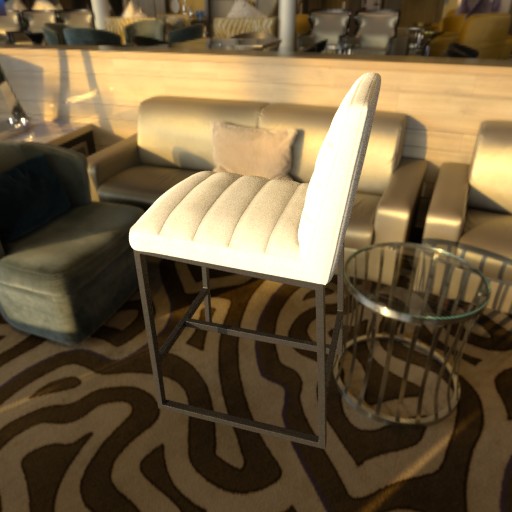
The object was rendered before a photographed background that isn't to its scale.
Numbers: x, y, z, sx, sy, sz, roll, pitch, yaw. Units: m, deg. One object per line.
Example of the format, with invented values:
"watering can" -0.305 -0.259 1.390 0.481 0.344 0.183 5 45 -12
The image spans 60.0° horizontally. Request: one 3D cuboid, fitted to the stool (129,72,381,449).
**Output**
"stool" 0.000 0.000 1.291 0.567 0.971 0.459 8 31 14
